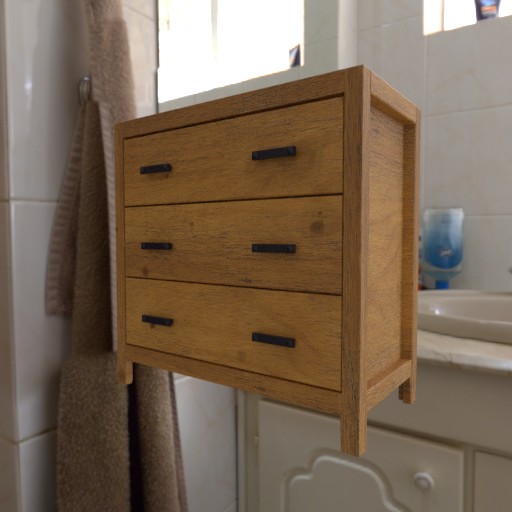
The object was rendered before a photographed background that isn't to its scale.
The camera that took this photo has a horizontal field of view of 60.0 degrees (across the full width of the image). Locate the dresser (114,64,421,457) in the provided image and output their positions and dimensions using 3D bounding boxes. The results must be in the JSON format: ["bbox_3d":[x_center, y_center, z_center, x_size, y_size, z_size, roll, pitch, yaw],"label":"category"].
[{"bbox_3d":[0.000,0.000,1.290,0.804,0.804,0.427,2,3,36],"label":"dresser"}]
